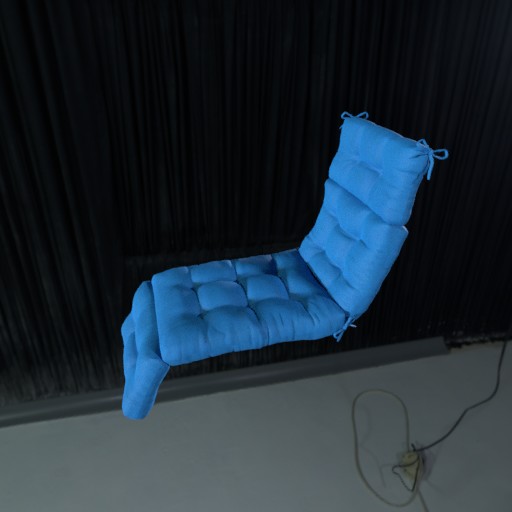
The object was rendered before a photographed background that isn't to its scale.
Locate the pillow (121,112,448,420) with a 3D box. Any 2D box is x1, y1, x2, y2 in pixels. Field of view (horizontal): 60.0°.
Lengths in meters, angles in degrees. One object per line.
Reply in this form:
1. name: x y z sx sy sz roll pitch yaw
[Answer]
1. pillow: 0.000 0.000 1.549 1.016 0.863 0.526 -8 30 -13
